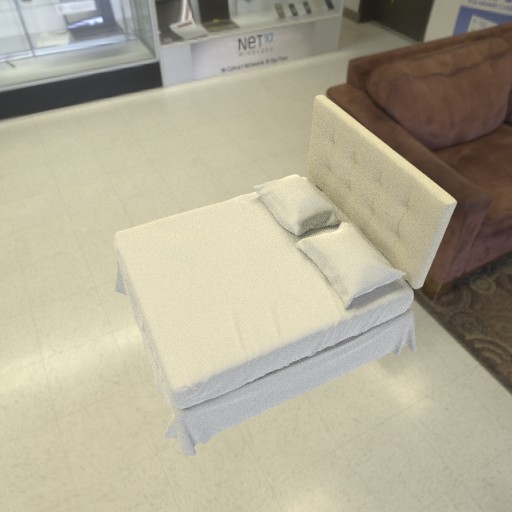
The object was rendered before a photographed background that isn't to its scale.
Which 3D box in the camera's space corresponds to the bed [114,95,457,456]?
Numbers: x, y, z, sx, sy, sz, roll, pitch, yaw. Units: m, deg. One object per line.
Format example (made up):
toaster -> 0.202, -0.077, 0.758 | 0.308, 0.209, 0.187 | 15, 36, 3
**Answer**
bed -> 0.000, 0.000, 3.538 | 2.222, 1.577, 1.936 | -19, 49, -18
